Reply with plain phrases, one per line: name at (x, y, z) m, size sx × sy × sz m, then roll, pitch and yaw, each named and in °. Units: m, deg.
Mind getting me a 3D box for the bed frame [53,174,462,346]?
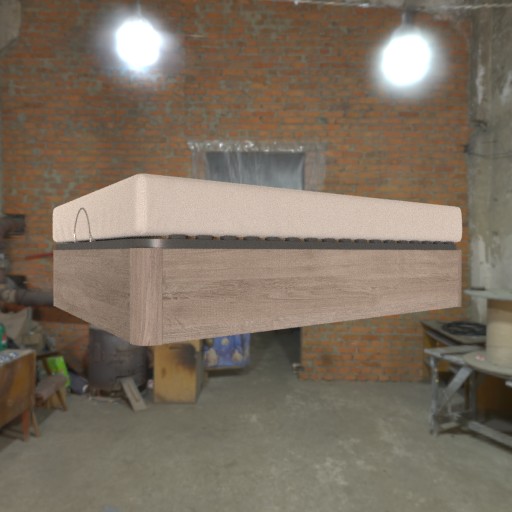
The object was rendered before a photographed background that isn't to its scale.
bed frame at (0.000, 0.000, 2.509) m, size 1.900 × 0.561 × 1.400 m, roll 0°, pitch 1°, yaw -35°
